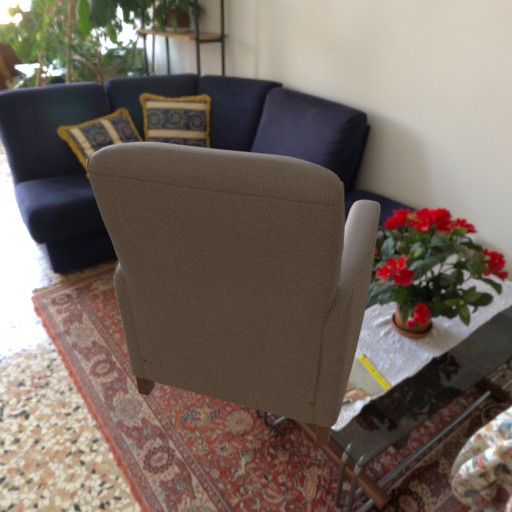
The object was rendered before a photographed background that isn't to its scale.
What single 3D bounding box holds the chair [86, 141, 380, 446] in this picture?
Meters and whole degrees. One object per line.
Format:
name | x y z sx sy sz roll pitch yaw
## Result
chair | 0.000 0.000 1.658 0.845 1.023 0.859 10 33 15
